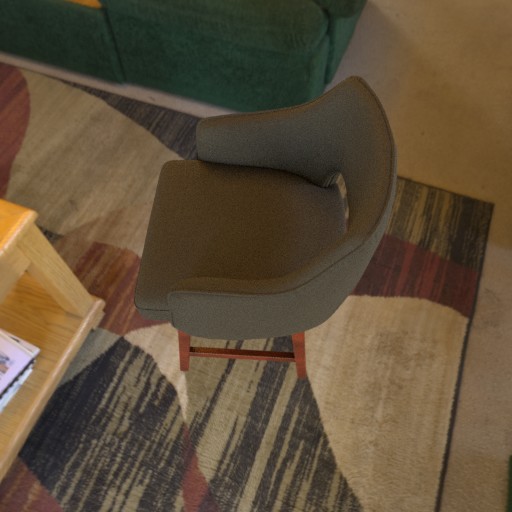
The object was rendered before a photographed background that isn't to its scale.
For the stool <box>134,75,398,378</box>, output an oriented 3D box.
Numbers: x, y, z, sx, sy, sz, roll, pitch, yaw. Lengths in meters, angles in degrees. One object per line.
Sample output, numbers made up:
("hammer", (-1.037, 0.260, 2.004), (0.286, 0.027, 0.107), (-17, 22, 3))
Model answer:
("stool", (0.000, 0.000, 1.244), (0.558, 0.912, 0.548), (3, 60, 2))
